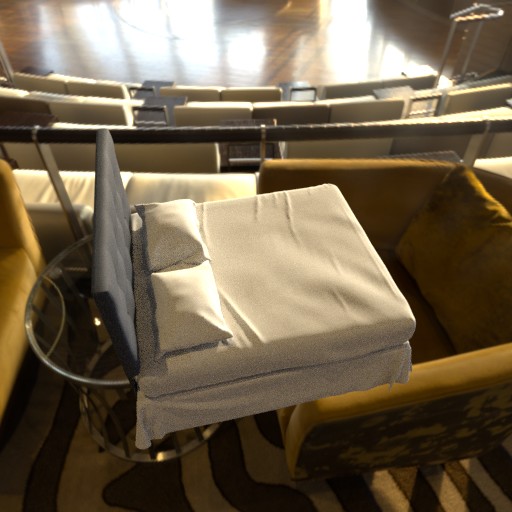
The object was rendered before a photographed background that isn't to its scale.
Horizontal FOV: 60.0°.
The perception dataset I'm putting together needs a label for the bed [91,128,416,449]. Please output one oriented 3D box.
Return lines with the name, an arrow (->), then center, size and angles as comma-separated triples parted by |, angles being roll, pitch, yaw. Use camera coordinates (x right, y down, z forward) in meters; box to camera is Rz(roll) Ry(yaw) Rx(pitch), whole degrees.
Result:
bed -> 0.000, 0.000, 3.451 | 2.222, 1.577, 1.936 | -10, 47, -9
